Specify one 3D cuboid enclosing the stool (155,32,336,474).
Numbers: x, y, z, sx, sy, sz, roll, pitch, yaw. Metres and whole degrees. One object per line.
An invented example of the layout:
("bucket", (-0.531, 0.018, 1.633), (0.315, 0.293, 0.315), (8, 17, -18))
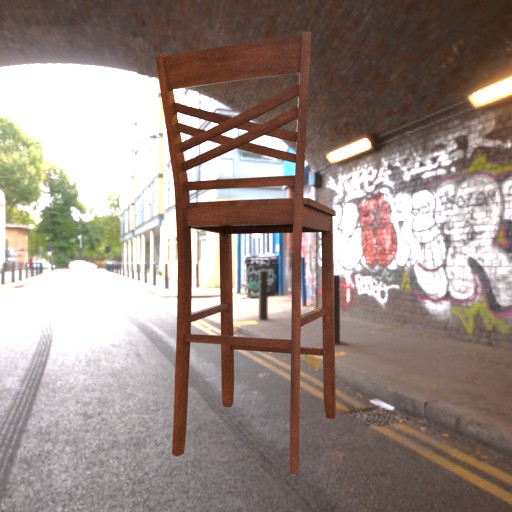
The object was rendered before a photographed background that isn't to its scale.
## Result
("stool", (0.000, 0.000, 1.369), (0.433, 1.105, 0.487), (0, 0, 18))
